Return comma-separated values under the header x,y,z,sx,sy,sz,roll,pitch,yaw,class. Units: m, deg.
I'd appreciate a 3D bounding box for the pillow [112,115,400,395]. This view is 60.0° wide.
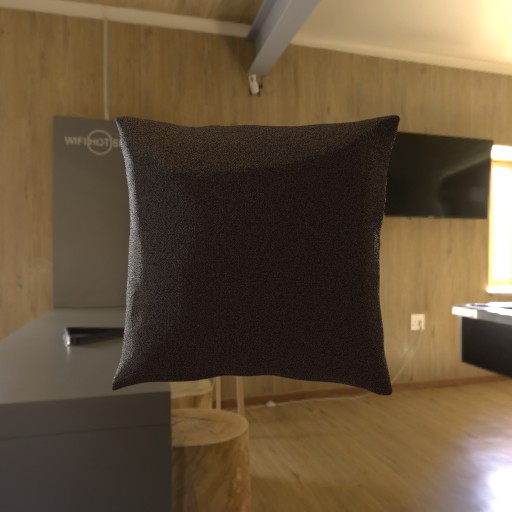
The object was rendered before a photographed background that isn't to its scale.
x,y,z,sx,sy,sz,roll,pitch,yaw,class
0.000,0.000,0.701,0.452,0.439,0.204,0,1,0,pillow
